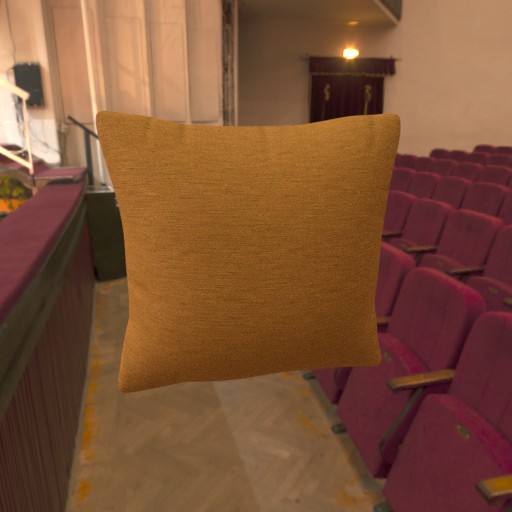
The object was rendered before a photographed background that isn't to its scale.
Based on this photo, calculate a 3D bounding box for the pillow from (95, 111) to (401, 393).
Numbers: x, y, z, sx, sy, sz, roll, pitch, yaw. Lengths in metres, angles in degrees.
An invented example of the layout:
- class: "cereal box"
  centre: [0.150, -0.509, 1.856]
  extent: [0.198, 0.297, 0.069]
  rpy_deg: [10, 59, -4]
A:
- class: "pillow"
  centre: [0.000, 0.000, 0.673]
  extent: [0.435, 0.417, 0.247]
  rpy_deg: [-3, 17, -10]
